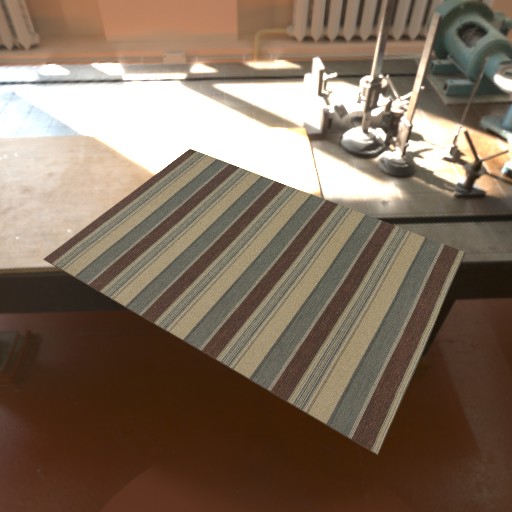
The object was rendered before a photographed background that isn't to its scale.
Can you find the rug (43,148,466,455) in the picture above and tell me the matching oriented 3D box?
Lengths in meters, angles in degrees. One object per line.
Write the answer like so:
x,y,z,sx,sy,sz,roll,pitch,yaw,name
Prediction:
0.000,0.000,2.304,1.829,0.008,1.219,25,51,22,rug
